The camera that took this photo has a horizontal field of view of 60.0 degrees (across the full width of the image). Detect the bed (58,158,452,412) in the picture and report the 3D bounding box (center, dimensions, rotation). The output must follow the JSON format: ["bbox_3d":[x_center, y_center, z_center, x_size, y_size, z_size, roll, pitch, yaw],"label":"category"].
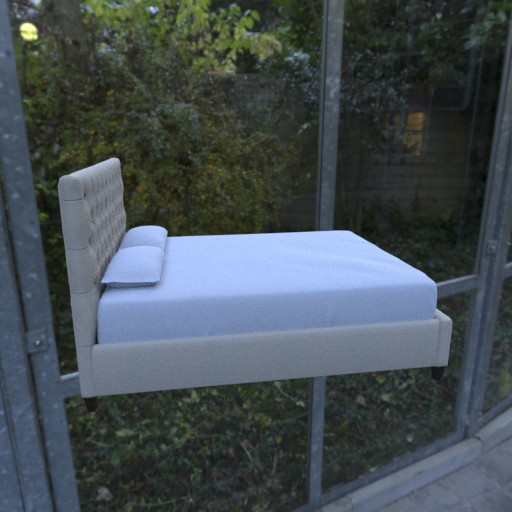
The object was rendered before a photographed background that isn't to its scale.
[{"bbox_3d":[0.000,0.000,3.457,2.387,1.427,1.698,-2,16,-9],"label":"bed"}]
